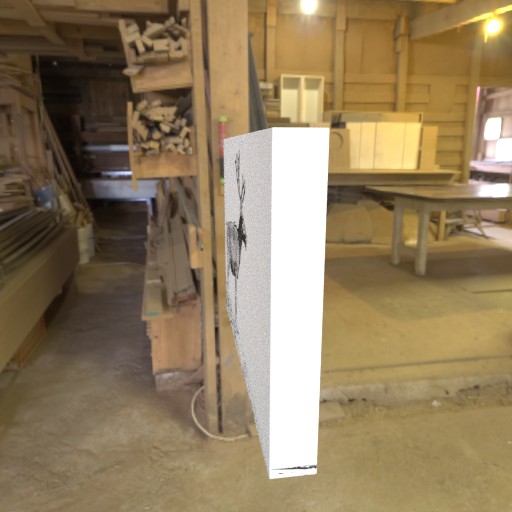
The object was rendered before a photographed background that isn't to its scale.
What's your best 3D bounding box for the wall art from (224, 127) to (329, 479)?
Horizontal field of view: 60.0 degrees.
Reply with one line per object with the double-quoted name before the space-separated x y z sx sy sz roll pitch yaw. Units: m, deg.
"wall art" 0.000 0.000 0.495 0.038 0.259 0.381 -2 14 -8
